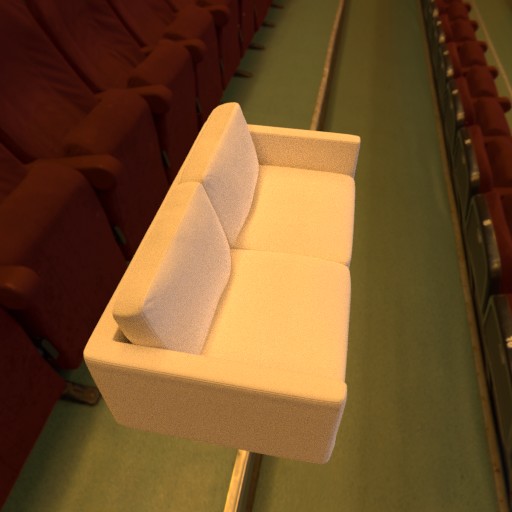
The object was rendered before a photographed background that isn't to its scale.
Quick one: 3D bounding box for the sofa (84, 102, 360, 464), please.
[{"bbox_3d":[0.000,0.000,2.238,0.964,0.888,1.702,8,46,8],"label":"sofa"}]
